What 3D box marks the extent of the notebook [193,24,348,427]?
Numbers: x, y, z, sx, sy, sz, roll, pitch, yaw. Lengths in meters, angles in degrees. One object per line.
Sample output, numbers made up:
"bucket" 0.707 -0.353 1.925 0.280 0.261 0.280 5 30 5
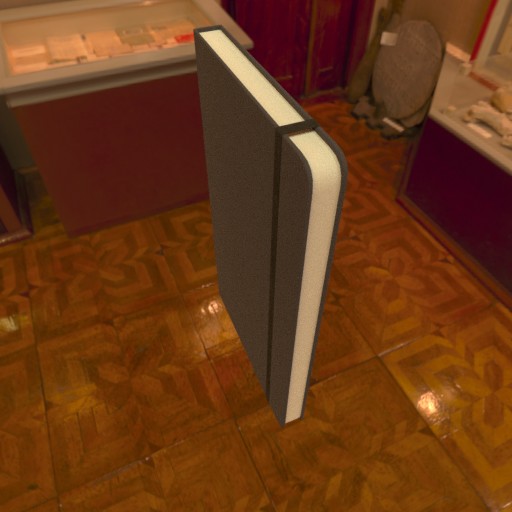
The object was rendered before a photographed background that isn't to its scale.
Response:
"notebook" 0.000 0.000 0.260 0.016 0.213 0.127 -17 49 -15
